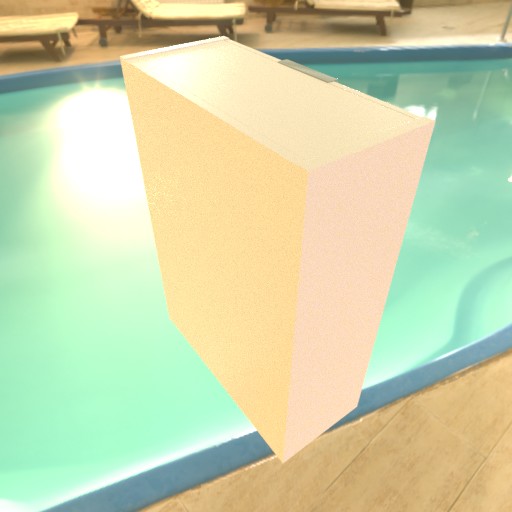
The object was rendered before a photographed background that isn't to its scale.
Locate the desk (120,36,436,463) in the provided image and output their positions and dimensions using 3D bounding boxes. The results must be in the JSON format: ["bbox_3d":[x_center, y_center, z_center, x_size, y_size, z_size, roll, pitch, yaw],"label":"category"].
[{"bbox_3d":[0.000,0.000,1.545,0.390,1.190,0.850,-26,47,-27],"label":"desk"}]
